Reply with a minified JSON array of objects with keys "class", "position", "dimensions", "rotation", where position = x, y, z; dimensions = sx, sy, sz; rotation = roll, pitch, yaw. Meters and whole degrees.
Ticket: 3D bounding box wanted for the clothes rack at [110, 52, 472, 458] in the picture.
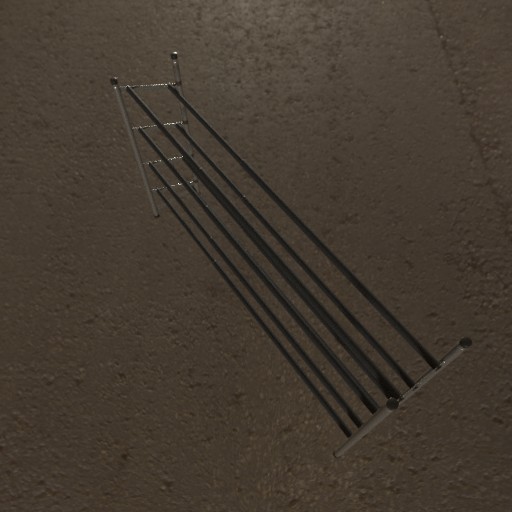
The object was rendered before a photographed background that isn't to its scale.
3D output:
[{"class":"clothes rack","position":[0.000,0.000,1.376],"dimensions":[0.229,0.672,1.168],"rotation":[-32,64,-18]}]
